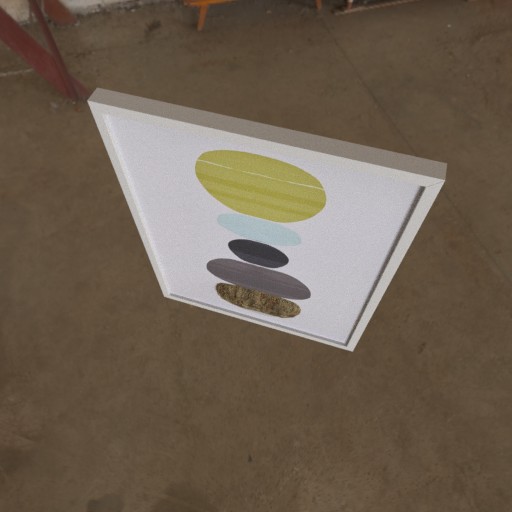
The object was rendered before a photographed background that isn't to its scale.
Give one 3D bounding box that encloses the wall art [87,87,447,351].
[{"bbox_3d":[0.000,0.000,1.054,0.611,0.763,0.055,15,59,9],"label":"wall art"}]
